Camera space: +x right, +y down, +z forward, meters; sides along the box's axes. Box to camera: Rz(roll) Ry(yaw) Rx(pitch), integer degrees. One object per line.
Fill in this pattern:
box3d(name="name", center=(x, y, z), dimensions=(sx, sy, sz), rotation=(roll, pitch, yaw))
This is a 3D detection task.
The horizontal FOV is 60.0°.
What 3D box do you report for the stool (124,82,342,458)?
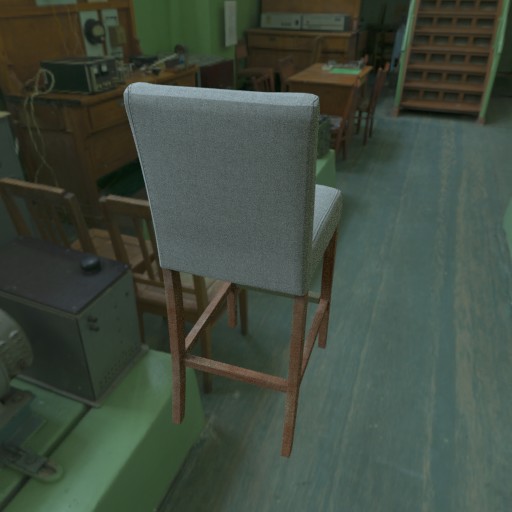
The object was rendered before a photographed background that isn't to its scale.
box3d(name="stool", center=(0.000, 0.000, 1.382), dimensions=(0.439, 1.088, 0.570), rotation=(10, 33, 16))
